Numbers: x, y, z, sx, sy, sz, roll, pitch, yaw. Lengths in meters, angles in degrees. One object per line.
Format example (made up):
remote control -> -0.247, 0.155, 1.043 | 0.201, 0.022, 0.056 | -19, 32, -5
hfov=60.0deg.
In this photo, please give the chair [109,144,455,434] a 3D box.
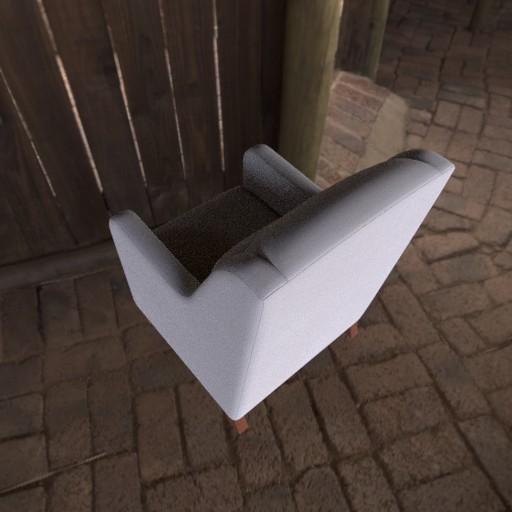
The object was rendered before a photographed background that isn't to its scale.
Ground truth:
chair -> 0.000, 0.000, 1.607 | 0.715, 1.010, 0.863 | -33, 55, -26
